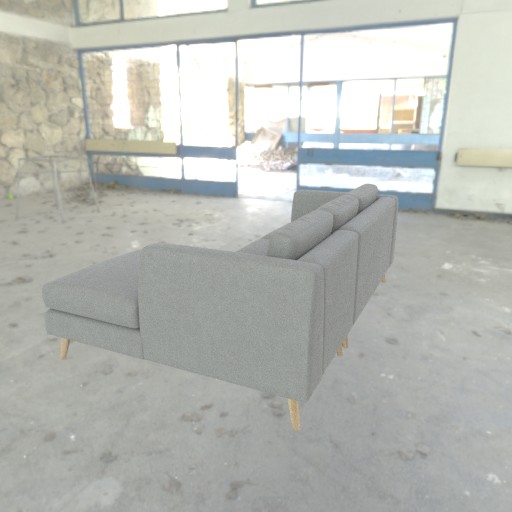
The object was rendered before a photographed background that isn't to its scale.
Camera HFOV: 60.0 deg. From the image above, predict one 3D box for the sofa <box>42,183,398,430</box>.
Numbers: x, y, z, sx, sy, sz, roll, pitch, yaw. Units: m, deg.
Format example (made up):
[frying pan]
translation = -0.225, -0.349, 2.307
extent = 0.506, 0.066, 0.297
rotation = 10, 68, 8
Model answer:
[sofa]
translation = 0.000, 0.000, 3.112
extent = 1.580, 0.860, 2.300
rotation = 8, 18, 24
